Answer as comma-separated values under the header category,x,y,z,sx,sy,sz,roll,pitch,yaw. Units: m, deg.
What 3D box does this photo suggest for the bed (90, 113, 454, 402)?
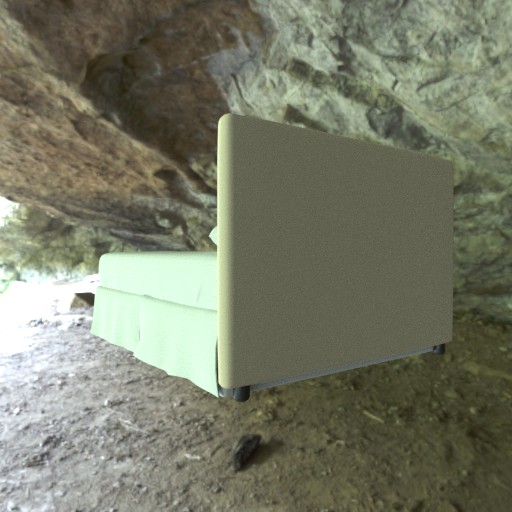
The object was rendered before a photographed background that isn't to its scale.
category,x,y,z,sx,sy,sz,roll,pitch,yaw
bed,0.000,0.000,3.342,1.884,1.330,2.142,0,1,-36
